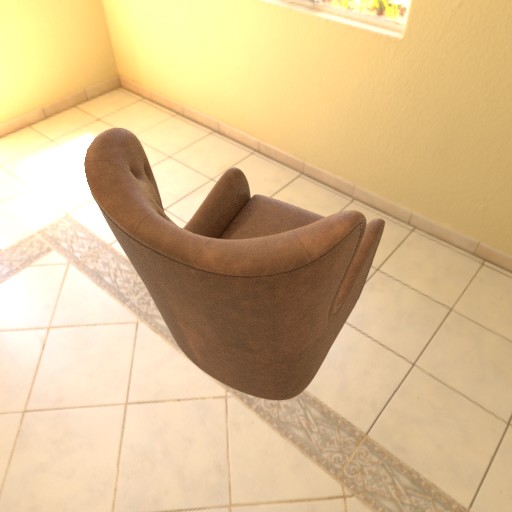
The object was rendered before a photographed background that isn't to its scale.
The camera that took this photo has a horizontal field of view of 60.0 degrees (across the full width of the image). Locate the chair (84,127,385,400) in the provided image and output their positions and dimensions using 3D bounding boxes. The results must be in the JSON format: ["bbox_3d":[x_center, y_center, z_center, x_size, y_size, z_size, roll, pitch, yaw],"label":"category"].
[{"bbox_3d":[0.000,0.000,1.718,0.831,1.079,0.930,23,51,21],"label":"chair"}]
